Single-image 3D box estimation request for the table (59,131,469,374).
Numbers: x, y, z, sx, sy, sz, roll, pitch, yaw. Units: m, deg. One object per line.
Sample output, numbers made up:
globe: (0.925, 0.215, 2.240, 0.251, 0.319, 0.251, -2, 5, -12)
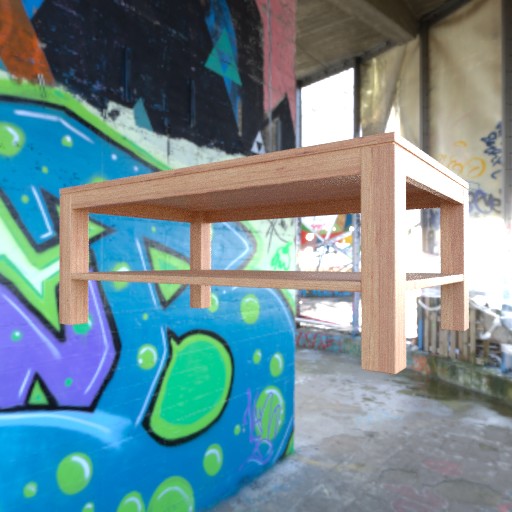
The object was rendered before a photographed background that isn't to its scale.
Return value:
table: (0.000, 0.000, 1.447, 1.146, 0.457, 0.695, 0, -1, 36)
